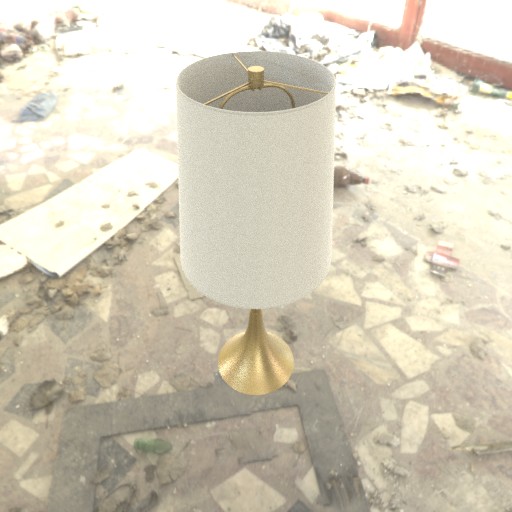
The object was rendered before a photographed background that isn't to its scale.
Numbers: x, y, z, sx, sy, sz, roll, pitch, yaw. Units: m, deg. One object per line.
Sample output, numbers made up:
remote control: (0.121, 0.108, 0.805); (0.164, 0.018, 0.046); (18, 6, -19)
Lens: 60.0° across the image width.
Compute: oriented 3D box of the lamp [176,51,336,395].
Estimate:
lamp: (0.000, 0.000, 0.688); (0.231, 0.569, 0.231); (0, 43, 0)
